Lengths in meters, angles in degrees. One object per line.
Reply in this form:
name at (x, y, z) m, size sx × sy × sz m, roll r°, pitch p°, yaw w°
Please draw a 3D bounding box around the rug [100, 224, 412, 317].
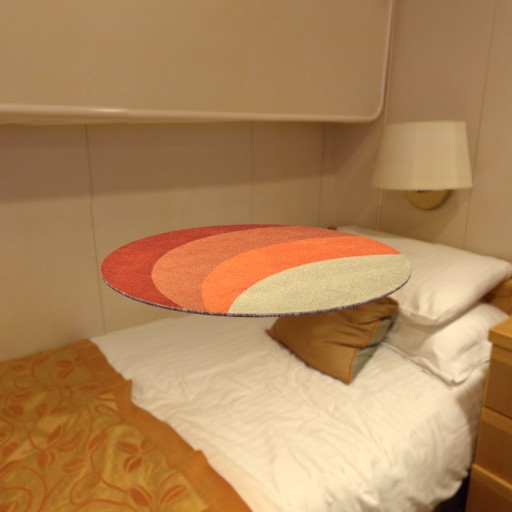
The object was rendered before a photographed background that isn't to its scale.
rug at (0.000, 0.000, 2.272) m, size 1.514 × 0.015 × 1.514 m, roll 0°, pitch 16°, yaw 0°
